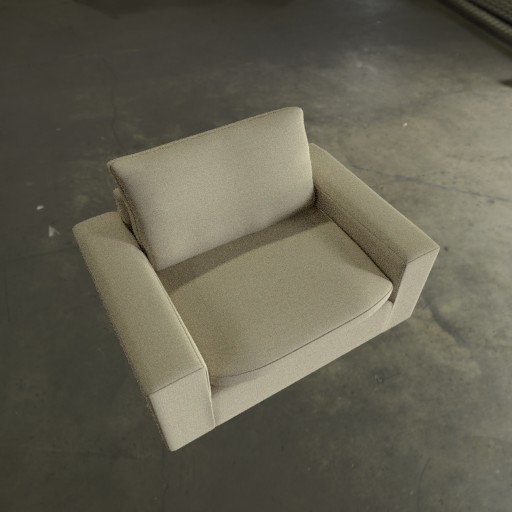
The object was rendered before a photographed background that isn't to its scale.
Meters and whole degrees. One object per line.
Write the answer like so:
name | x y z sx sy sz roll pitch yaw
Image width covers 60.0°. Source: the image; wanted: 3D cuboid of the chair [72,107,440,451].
chair | 0.000 0.000 2.080 1.398 0.915 1.039 -23 51 -20
